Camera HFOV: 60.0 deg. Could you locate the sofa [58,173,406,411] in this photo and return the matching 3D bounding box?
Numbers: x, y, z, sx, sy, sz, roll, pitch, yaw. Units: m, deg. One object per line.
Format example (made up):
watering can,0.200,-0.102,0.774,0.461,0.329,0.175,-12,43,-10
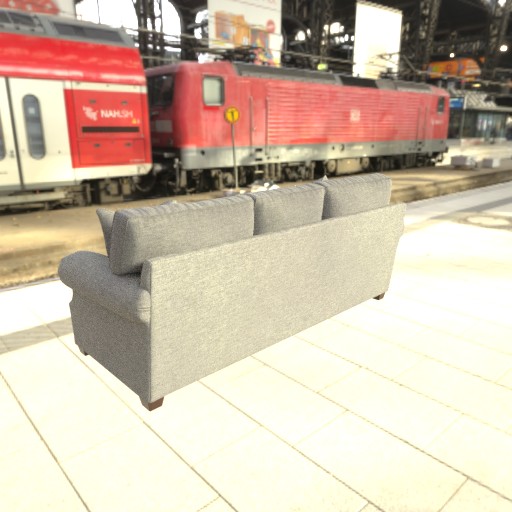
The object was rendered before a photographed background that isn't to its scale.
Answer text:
sofa,0.000,0.000,2.934,2.312,0.975,0.965,-15,22,-42
